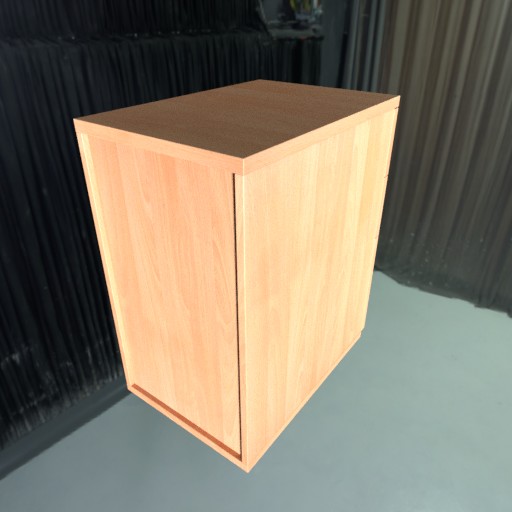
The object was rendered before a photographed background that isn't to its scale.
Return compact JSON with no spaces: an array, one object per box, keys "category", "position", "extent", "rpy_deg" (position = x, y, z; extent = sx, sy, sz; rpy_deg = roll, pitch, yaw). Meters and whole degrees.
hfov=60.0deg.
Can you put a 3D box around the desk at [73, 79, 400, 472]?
[{"category":"desk","position":[0.000,0.000,1.113],"extent":[0.404,0.730,0.600],"rpy_deg":[20,36,31]}]
